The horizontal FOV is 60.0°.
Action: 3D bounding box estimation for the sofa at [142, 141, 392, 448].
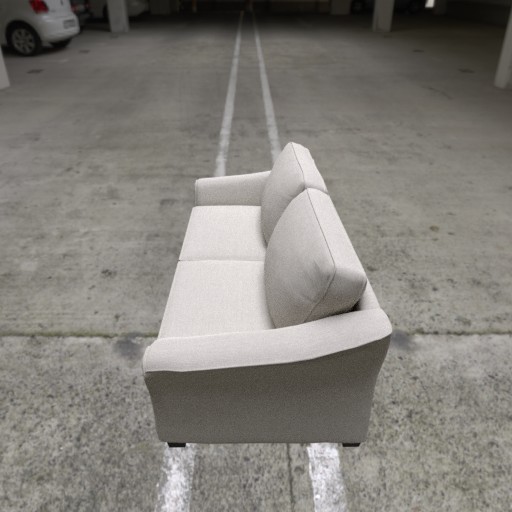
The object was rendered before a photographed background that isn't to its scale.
[{"bbox_3d":[0.000,0.000,2.731,0.980,0.965,2.270,-1,29,-1],"label":"sofa"}]
